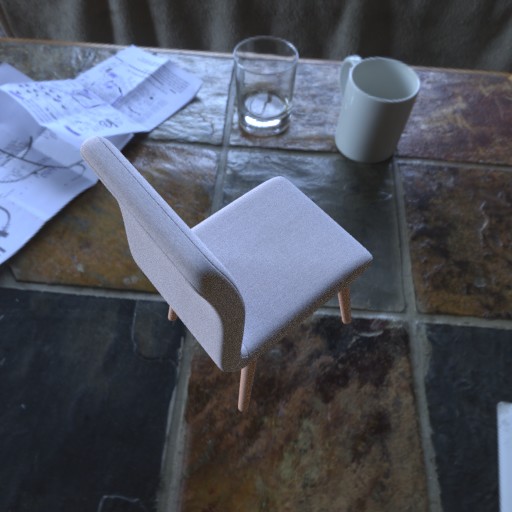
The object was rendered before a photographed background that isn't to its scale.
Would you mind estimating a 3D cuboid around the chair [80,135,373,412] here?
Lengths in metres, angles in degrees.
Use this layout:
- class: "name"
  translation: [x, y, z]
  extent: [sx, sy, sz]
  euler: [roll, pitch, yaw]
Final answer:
- class: "chair"
  translation: [0.000, 0.000, 1.193]
  extent: [0.550, 0.885, 0.435]
  euler: [-35, 65, -19]
